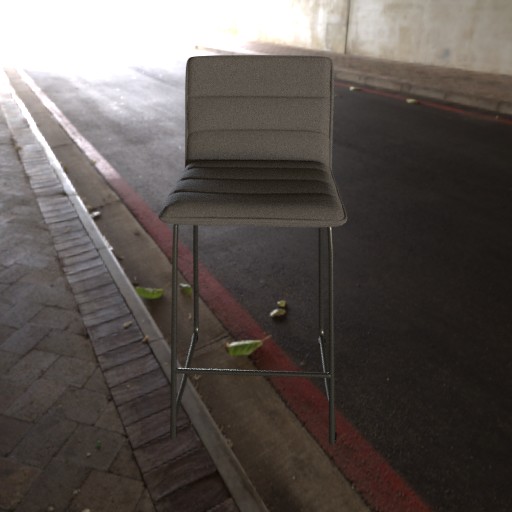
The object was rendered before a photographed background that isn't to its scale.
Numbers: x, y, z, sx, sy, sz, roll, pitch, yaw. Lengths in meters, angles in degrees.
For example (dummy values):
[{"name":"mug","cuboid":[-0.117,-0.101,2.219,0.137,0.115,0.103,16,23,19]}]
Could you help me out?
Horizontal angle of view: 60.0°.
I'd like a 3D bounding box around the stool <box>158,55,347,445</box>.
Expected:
[{"name":"stool","cuboid":[0.000,0.000,1.208,0.490,0.960,0.490,1,30,2]}]
